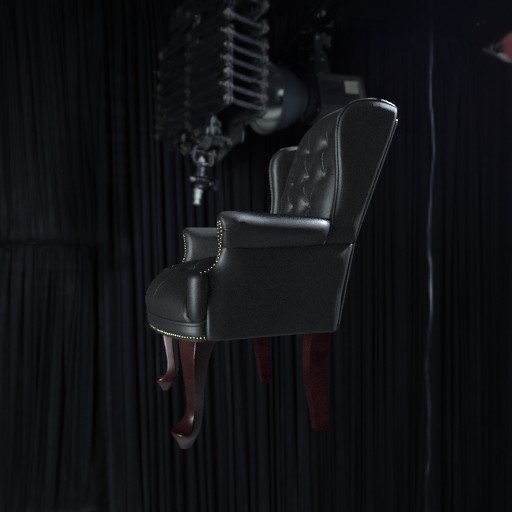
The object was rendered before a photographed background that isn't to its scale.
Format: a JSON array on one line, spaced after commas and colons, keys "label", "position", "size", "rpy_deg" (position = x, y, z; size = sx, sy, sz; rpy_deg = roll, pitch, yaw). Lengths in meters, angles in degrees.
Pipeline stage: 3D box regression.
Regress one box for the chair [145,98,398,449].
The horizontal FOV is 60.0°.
[{"label": "chair", "position": [0.000, 0.000, 1.693], "size": [0.822, 1.133, 0.831], "rpy_deg": [0, 0, -17]}]
